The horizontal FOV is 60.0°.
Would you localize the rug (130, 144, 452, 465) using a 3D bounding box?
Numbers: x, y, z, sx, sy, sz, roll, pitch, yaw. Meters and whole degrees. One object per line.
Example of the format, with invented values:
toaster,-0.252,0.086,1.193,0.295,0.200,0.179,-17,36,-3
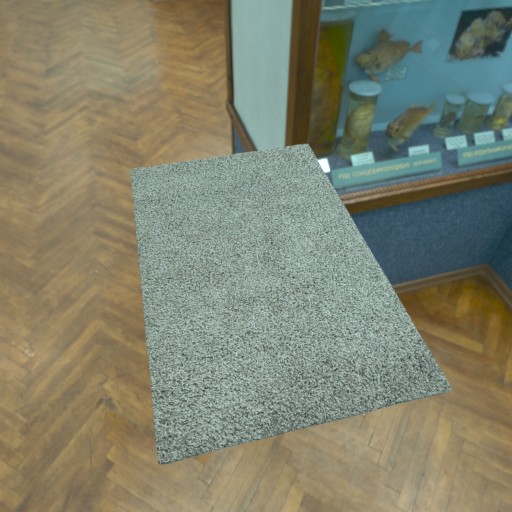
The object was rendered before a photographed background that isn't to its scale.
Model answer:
rug,0.000,0.000,3.448,1.778,0.030,2.743,-10,48,-10
